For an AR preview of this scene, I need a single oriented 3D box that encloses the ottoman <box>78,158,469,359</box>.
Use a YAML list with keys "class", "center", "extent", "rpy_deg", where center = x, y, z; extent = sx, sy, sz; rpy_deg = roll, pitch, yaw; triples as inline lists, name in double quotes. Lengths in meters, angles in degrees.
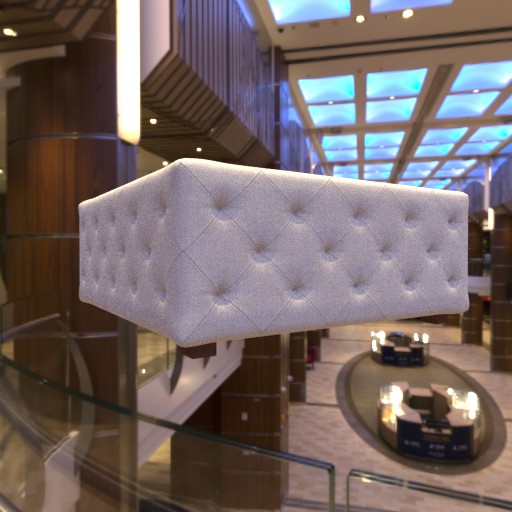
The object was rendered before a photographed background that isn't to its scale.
- class: "ottoman"
  center: [0.000, 0.000, 1.603]
  extent: [1.028, 0.439, 1.028]
  rpy_deg: [0, 1, -33]
